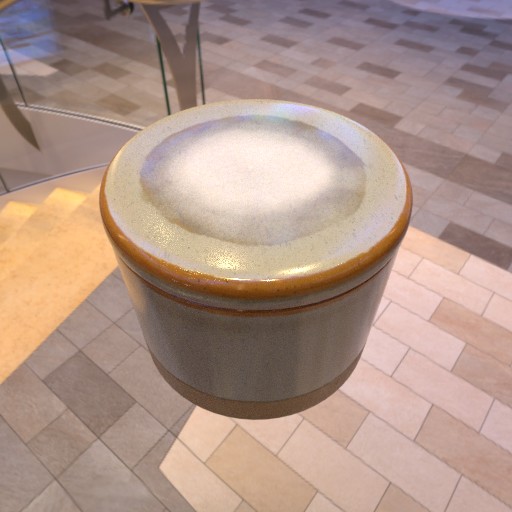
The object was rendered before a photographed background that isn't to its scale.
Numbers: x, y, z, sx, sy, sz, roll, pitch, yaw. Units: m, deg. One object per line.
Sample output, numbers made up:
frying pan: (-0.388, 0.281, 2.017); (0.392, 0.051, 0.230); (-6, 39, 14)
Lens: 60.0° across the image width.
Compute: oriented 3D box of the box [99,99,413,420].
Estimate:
box: (0.000, 0.000, 0.210); (0.123, 0.100, 0.123); (0, 46, 0)
